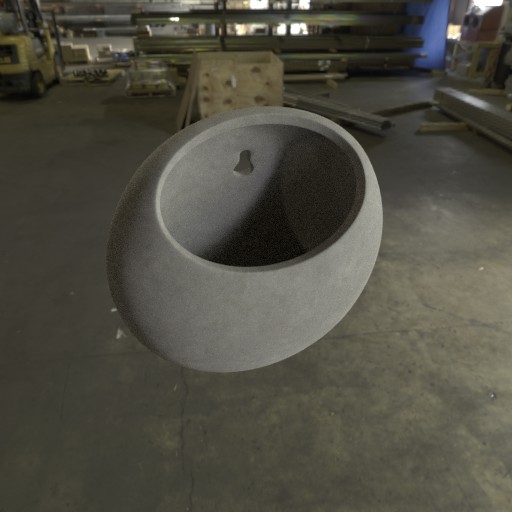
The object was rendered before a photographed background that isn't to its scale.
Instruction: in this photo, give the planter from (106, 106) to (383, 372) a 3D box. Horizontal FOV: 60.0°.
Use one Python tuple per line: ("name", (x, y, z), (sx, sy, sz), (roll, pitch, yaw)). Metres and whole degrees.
("planter", (0.000, 0.000, 0.288), (0.185, 0.188, 0.071), (-11, 33, -17))
